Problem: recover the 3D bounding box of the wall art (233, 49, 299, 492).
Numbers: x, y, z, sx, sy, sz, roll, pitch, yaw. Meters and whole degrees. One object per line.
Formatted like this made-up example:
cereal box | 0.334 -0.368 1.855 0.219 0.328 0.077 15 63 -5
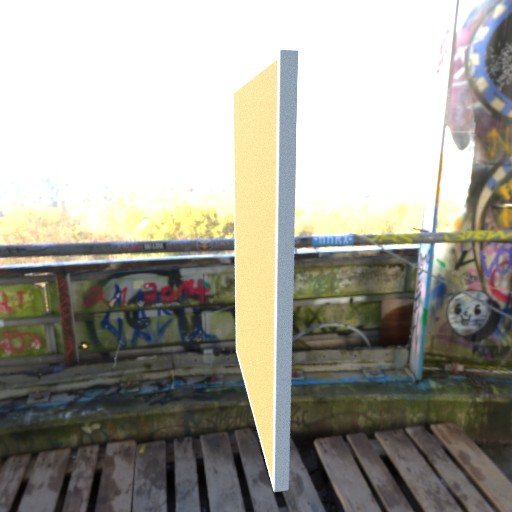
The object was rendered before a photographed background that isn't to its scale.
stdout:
wall art | 0.000 0.000 1.606 0.046 1.221 0.914 -3 15 -9
